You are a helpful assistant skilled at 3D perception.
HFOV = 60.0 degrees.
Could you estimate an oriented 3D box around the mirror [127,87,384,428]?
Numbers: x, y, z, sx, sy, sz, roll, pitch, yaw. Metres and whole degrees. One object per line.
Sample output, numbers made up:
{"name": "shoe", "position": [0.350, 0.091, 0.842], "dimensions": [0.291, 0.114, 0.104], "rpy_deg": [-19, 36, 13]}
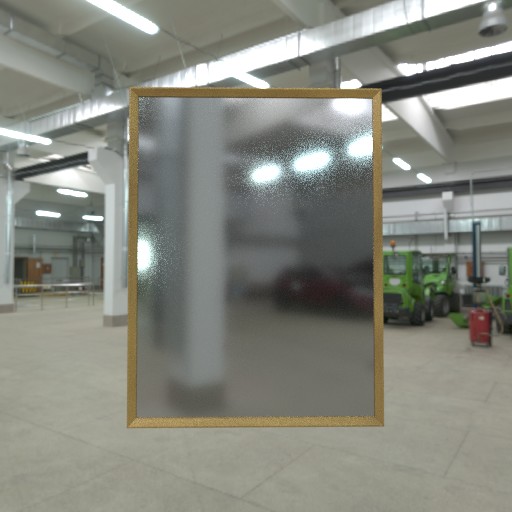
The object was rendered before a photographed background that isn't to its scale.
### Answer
{"name": "mirror", "position": [0.000, 0.000, 1.345], "dimensions": [0.762, 1.016, 0.041], "rpy_deg": [0, -2, -1]}
